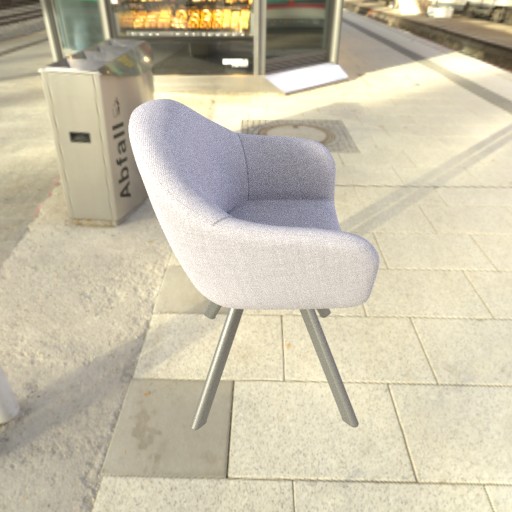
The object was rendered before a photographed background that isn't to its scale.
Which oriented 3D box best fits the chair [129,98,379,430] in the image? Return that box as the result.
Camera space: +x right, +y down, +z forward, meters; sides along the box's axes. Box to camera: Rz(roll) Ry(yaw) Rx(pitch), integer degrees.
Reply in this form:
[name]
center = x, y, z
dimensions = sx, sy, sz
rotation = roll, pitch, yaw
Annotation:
[chair]
center = 0.000, 0.000, 1.187
dimensions = 0.550, 0.795, 0.590
rotation = -1, 33, -1
